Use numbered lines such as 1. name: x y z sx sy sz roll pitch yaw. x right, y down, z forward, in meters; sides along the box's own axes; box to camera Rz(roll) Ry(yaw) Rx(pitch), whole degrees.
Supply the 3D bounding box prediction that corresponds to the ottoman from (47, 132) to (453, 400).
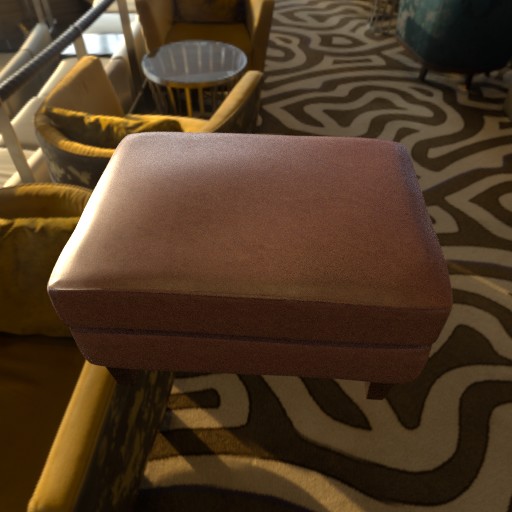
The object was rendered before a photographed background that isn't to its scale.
1. ottoman: 0.000 0.000 1.240 0.851 0.485 0.650 3 45 3
